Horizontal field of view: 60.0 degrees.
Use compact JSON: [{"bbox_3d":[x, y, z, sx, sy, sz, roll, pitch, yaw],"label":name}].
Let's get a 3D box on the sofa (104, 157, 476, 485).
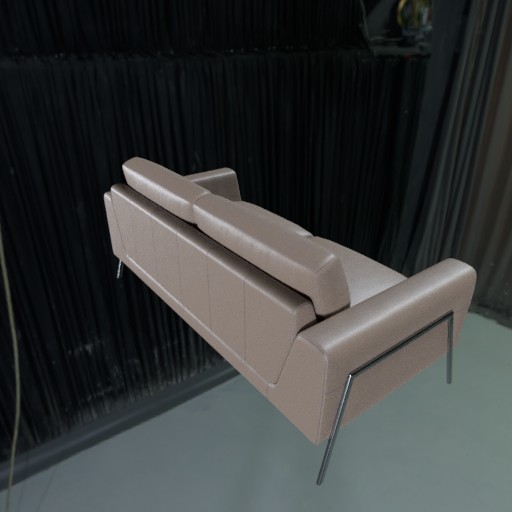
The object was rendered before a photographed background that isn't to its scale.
[{"bbox_3d":[0.000,0.000,2.469,0.953,0.875,2.017,-19,33,-33],"label":"sofa"}]
